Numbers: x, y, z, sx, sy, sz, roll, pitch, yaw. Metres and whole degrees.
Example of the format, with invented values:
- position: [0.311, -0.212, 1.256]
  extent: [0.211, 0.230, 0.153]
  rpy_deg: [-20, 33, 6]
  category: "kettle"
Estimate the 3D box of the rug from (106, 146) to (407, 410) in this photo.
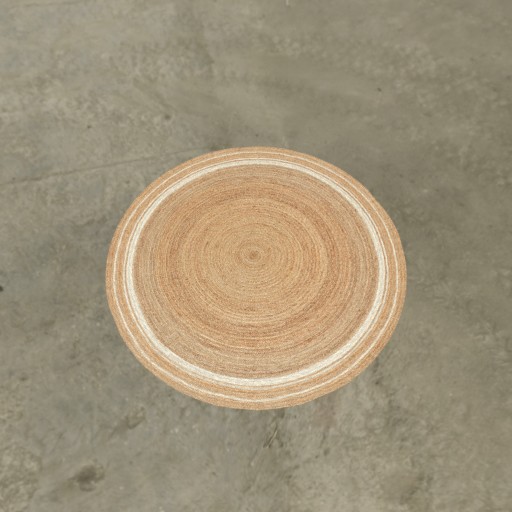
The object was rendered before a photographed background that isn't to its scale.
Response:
- position: [0.000, 0.000, 3.656]
  extent: [2.444, 0.015, 2.444]
  rpy_deg: [0, 59, 0]
  category: "rug"
